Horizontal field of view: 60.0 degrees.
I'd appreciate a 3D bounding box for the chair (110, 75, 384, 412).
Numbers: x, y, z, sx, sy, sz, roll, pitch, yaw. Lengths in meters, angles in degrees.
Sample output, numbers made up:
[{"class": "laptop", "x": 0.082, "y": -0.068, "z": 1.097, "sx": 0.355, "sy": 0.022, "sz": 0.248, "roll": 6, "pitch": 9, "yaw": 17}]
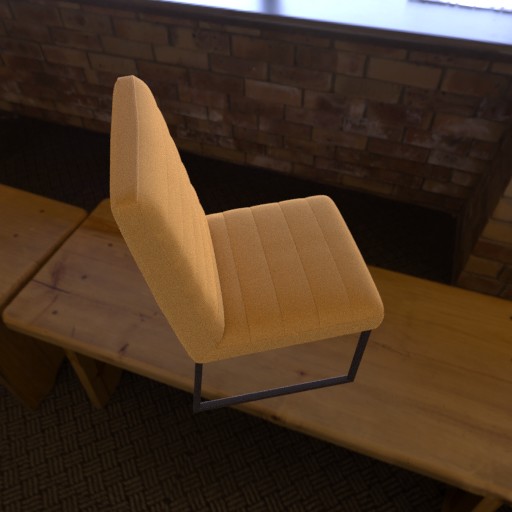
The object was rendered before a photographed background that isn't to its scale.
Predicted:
[{"class": "chair", "x": 0.000, "y": 0.000, "z": 1.308, "sx": 0.634, "sy": 0.930, "sz": 0.520, "roll": -8, "pitch": 48, "yaw": -8}]
